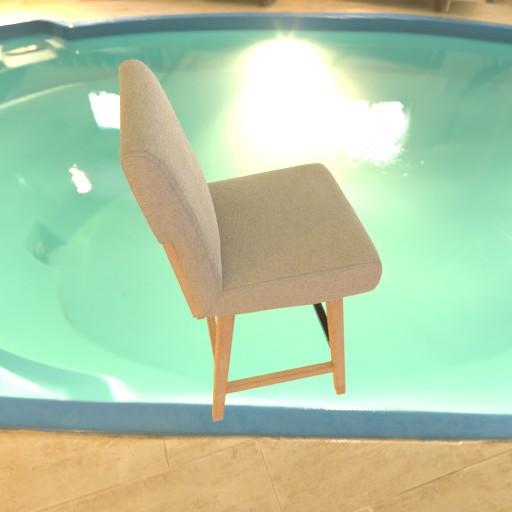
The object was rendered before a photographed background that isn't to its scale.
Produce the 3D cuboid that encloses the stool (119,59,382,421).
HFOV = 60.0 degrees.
[{"bbox_3d":[0.000,0.000,1.367,0.606,1.085,0.507,-9,46,-9],"label":"stool"}]
